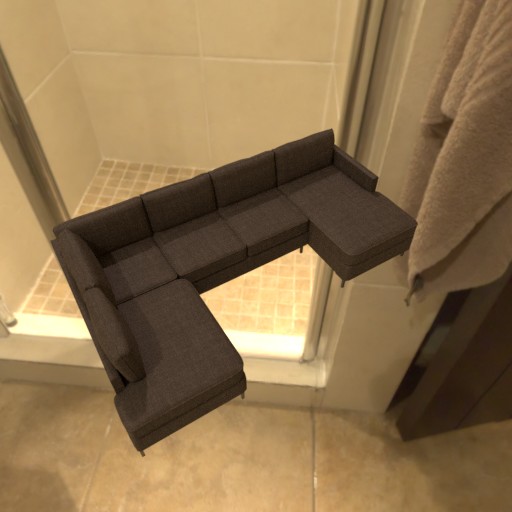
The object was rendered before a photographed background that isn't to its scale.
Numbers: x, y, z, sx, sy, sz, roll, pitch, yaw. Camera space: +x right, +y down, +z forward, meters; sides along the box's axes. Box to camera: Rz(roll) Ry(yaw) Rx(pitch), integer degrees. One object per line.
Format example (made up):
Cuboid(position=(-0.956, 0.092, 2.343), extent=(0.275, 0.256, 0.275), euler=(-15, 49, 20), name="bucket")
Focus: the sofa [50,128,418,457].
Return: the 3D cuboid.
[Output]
Cuboid(position=(0.000, 0.000, 4.381), extent=(3.423, 0.999, 2.048), euler=(-24, 51, -21), name="sofa")
